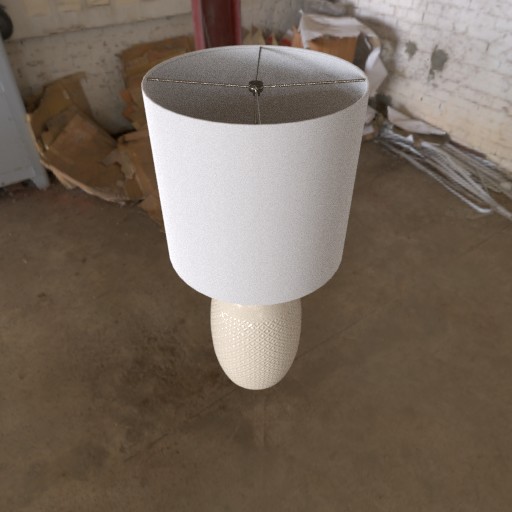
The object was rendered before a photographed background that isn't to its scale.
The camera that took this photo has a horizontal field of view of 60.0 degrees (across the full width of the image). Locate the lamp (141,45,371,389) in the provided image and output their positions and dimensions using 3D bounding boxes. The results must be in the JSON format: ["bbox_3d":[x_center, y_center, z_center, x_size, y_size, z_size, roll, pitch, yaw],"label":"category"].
[{"bbox_3d":[0.000,0.000,0.574,0.217,0.453,0.217,0,41,1],"label":"lamp"}]
